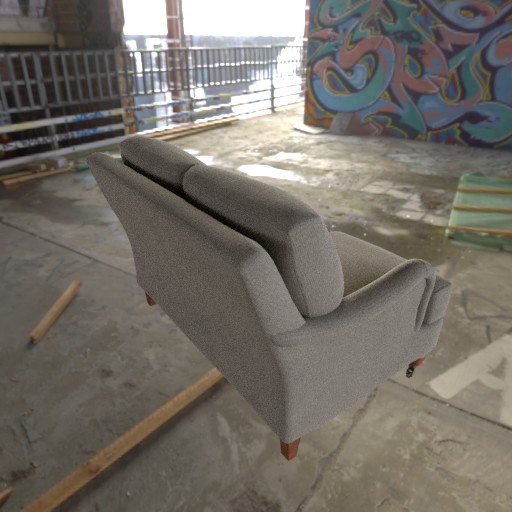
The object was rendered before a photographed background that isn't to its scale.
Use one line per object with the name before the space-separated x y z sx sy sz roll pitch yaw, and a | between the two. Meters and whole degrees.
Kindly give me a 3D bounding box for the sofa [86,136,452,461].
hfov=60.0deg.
sofa | 0.000 0.000 2.127 1.087 0.999 1.480 -17 31 -31
